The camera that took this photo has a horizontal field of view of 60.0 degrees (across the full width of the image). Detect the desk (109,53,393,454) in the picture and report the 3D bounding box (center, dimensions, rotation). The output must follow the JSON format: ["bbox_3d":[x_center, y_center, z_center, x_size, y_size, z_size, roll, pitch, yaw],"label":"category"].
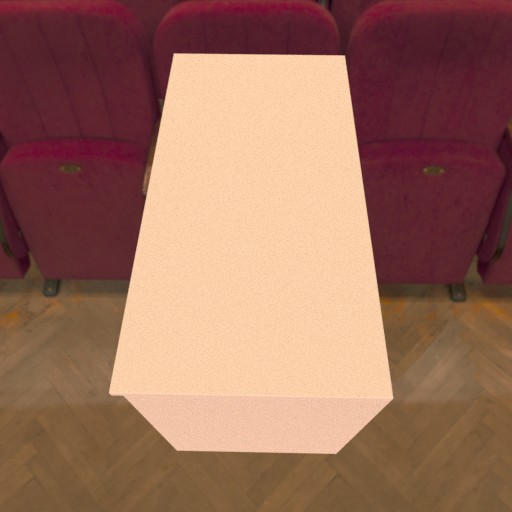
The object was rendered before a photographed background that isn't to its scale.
[{"bbox_3d":[0.000,0.000,1.471,0.560,0.730,1.100,1,58,1],"label":"desk"}]
